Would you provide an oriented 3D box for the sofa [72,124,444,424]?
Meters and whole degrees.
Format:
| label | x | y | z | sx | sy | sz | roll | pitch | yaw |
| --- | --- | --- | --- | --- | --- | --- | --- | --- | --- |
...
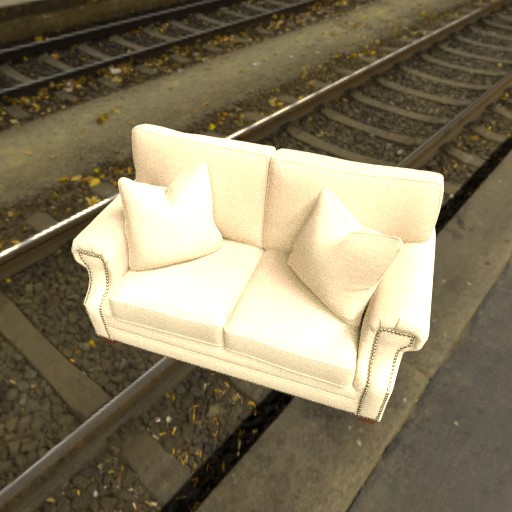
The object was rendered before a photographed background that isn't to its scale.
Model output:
| label | x | y | z | sx | sy | sz | roll | pitch | yaw |
| --- | --- | --- | --- | --- | --- | --- | --- | --- | --- |
| sofa | 0.000 | 0.000 | 2.282 | 1.701 | 0.966 | 0.966 | 13 | 43 | 14 |
